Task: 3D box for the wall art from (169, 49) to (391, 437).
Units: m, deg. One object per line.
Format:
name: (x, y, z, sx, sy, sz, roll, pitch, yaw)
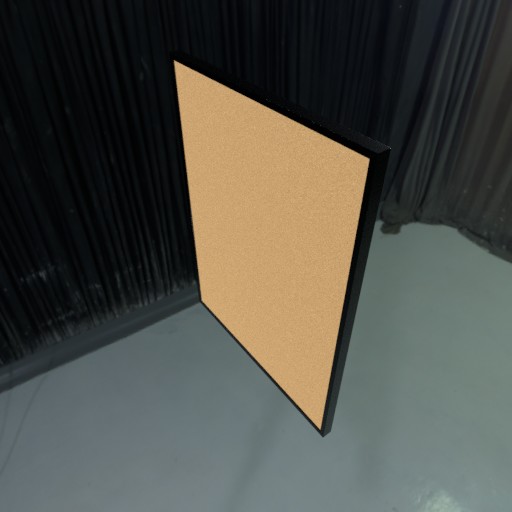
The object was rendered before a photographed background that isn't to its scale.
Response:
wall art: (0.000, 0.000, 1.421, 0.040, 1.062, 0.805, -26, 47, -27)
